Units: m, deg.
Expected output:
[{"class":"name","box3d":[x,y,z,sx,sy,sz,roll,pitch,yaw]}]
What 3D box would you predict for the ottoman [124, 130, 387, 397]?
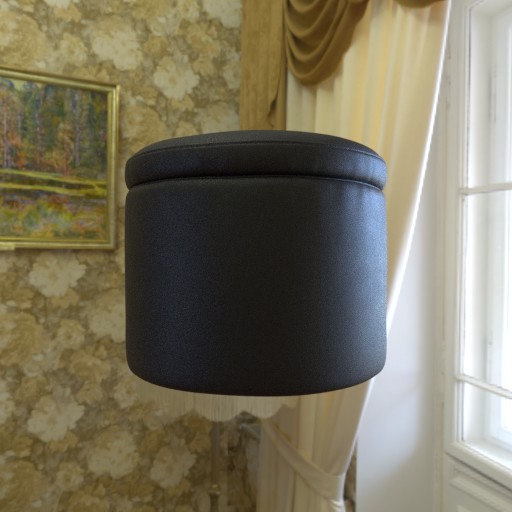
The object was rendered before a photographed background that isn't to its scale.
[{"class":"ottoman","box3d":[0.000,0.000,0.883,0.501,0.409,0.501,0,1,0]}]
